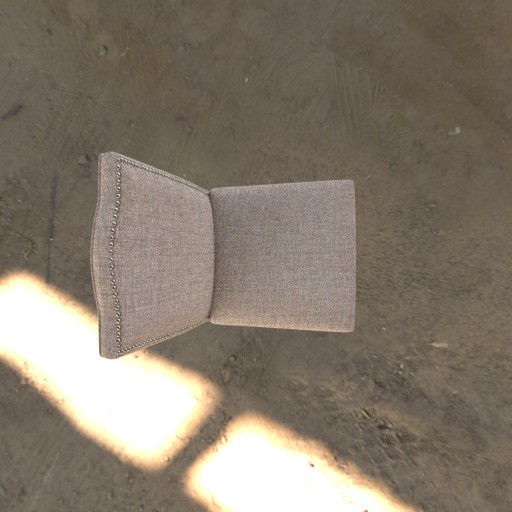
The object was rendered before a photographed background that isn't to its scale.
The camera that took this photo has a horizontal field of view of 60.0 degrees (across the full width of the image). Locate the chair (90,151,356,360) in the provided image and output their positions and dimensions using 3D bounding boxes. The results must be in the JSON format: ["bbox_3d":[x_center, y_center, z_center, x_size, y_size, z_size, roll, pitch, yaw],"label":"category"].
[{"bbox_3d":[0.000,0.000,1.385,0.660,1.016,0.513,0,90,0],"label":"chair"}]
